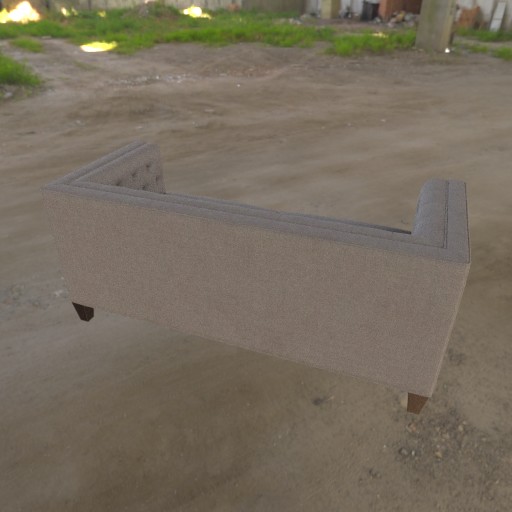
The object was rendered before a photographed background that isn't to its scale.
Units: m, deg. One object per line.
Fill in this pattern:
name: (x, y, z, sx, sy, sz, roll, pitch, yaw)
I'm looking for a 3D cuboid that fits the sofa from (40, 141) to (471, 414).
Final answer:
sofa: (0.000, 0.000, 2.193, 1.778, 0.762, 0.775, 11, 33, 18)
